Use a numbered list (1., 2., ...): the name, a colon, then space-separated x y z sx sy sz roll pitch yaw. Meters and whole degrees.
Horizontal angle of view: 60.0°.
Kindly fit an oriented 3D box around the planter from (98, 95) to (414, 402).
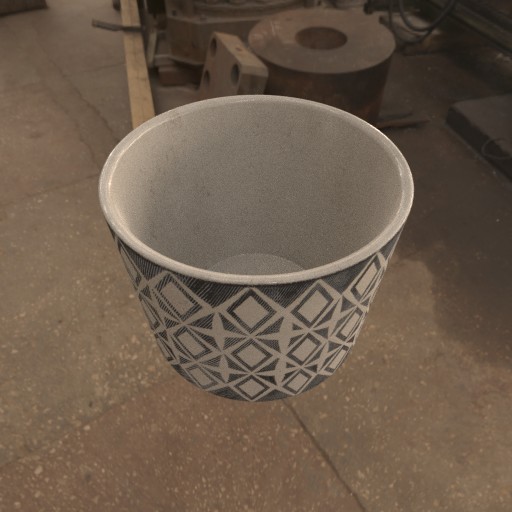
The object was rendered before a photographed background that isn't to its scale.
1. planter: 0.000 0.000 0.454 0.260 0.220 0.260 0 46 0
